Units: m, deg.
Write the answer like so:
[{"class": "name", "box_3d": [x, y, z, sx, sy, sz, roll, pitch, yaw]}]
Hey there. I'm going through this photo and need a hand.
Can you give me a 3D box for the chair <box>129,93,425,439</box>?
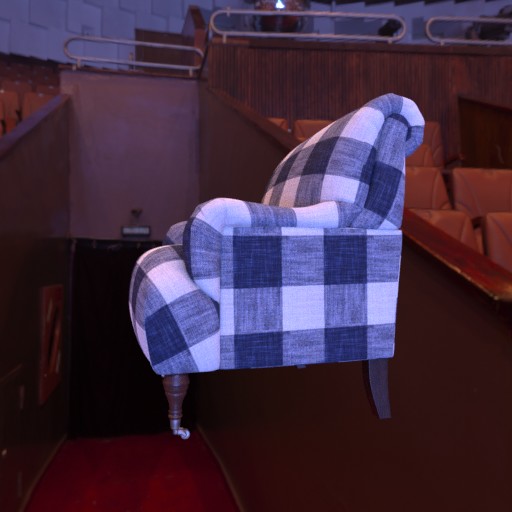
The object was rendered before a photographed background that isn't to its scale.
[{"class": "chair", "box_3d": [0.000, 0.000, 1.539, 0.848, 0.953, 0.781, 0, -1, -16]}]
